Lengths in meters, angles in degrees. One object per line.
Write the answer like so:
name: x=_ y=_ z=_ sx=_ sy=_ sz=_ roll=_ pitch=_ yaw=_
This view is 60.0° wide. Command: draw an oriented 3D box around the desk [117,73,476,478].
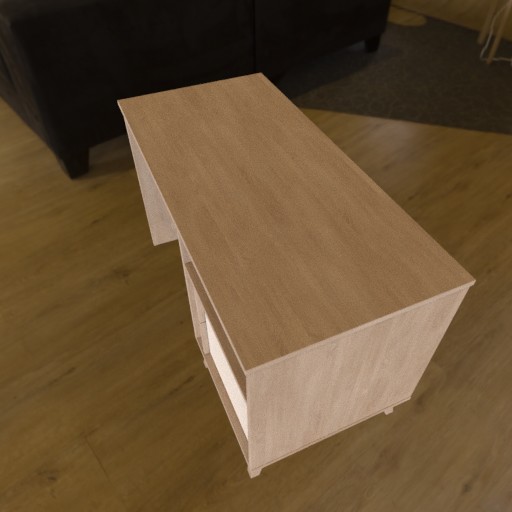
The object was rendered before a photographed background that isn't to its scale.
desk: x=0.000 y=0.000 z=1.649 sx=0.600 sy=0.770 sz=1.251 roll=-18 pitch=49 yaw=-16
